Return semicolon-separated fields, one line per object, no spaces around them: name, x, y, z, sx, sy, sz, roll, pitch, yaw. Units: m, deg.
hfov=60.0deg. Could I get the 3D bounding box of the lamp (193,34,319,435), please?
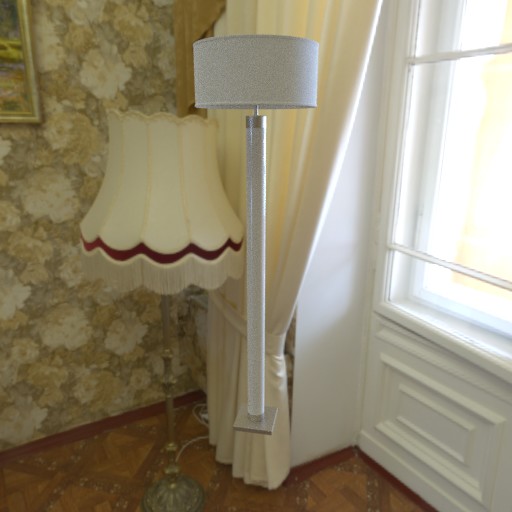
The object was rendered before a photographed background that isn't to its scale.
lamp;0.000;0.000;1.685;0.420;1.475;0.420;3;17;11
